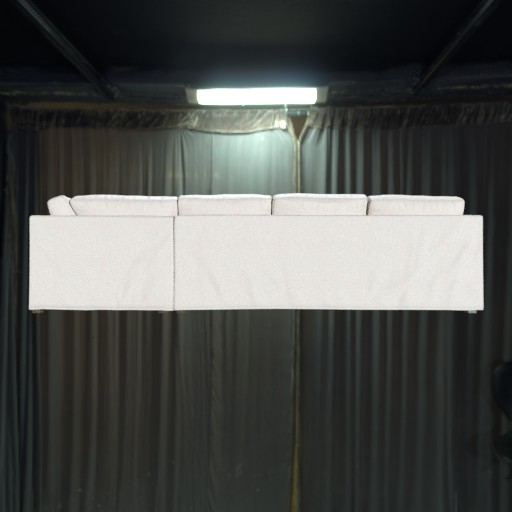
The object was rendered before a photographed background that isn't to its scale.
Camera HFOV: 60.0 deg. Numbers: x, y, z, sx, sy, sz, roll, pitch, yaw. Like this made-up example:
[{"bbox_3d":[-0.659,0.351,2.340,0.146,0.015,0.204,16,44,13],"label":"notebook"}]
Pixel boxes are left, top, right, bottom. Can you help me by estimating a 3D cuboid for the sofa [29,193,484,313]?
[{"bbox_3d":[0.000,0.000,4.280,3.182,0.871,2.432,0,-1,0],"label":"sofa"}]
